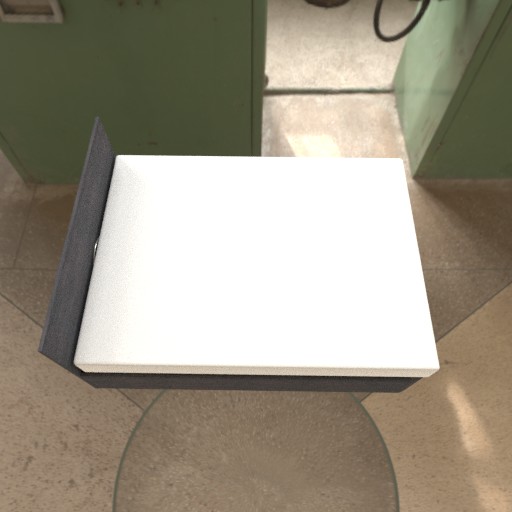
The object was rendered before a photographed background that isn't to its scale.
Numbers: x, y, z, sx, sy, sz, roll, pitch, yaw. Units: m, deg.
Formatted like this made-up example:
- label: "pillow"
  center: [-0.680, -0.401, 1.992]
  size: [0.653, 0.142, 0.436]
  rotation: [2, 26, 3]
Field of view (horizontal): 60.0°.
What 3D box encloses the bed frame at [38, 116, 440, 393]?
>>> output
- label: "bed frame"
  center: [0.000, 0.000, 2.622]
  size: [1.900, 0.800, 1.400]
  rotation: [1, 62, 0]
